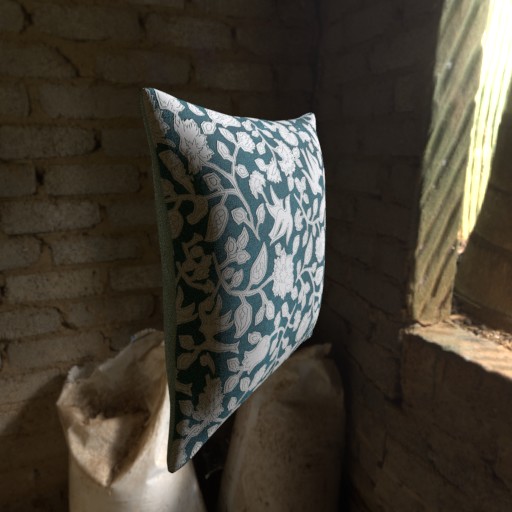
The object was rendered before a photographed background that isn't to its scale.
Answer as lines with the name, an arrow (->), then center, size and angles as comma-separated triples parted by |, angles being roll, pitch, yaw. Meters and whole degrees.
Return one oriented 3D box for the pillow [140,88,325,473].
pillow -> 0.000, 0.000, 0.778 | 0.166, 0.508, 0.525 | 8, 16, 27
